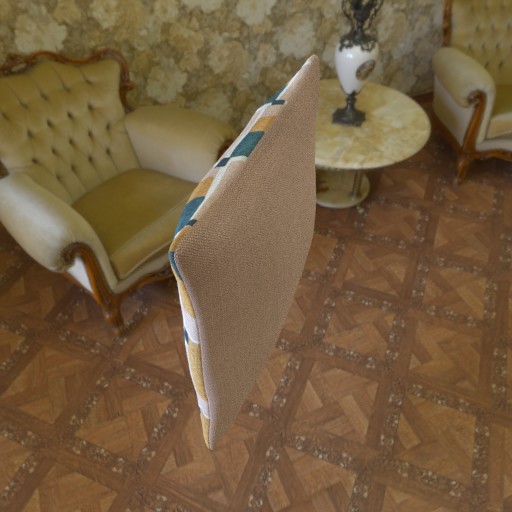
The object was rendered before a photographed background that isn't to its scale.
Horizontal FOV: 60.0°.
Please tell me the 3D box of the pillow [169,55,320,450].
[{"bbox_3d":[0.000,0.000,0.726,0.158,0.479,0.478,15,48,15],"label":"pillow"}]
